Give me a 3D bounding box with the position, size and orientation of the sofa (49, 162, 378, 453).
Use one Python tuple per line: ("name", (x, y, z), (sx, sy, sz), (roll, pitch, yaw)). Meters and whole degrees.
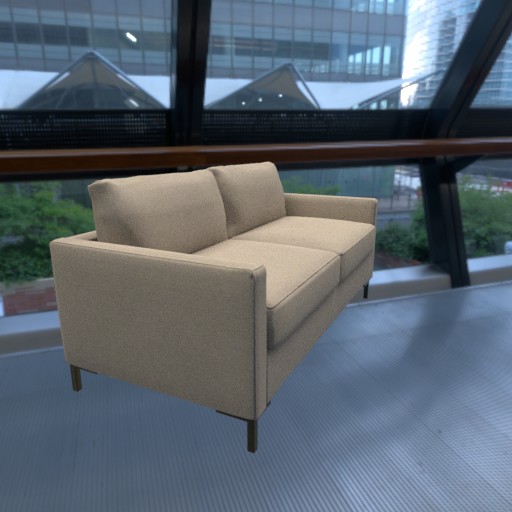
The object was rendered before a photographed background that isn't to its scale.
("sofa", (0.000, 0.000, 2.186), (0.875, 0.840, 1.682), (8, 17, 26))
